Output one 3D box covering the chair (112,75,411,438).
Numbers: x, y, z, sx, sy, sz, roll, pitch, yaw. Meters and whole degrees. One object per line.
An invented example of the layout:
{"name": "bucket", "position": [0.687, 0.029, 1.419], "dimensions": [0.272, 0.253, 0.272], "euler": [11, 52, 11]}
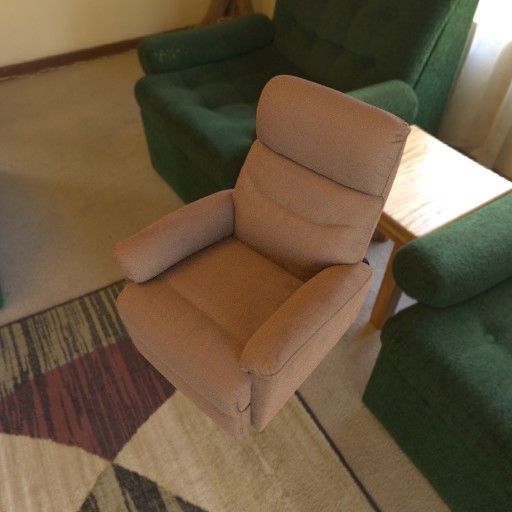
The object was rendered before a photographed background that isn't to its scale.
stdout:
{"name": "chair", "position": [0.000, 0.000, 1.751], "dimensions": [0.820, 1.037, 1.004], "euler": [33, 55, 27]}
